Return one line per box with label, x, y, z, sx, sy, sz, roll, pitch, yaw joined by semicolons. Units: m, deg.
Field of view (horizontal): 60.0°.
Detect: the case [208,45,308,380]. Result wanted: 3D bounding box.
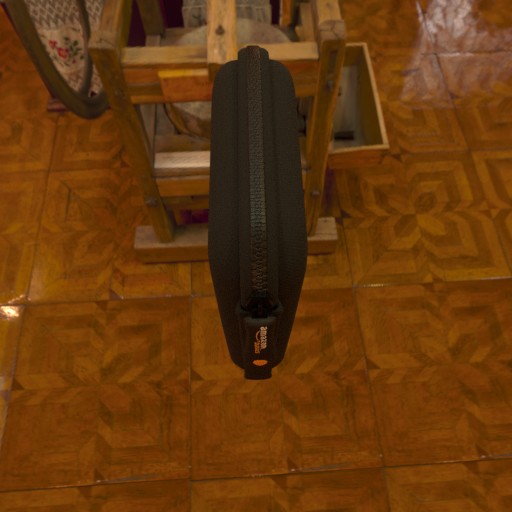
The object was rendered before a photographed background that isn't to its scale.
case;0.000;0.000;0.192;0.030;0.147;0.107;-1;64;-1
